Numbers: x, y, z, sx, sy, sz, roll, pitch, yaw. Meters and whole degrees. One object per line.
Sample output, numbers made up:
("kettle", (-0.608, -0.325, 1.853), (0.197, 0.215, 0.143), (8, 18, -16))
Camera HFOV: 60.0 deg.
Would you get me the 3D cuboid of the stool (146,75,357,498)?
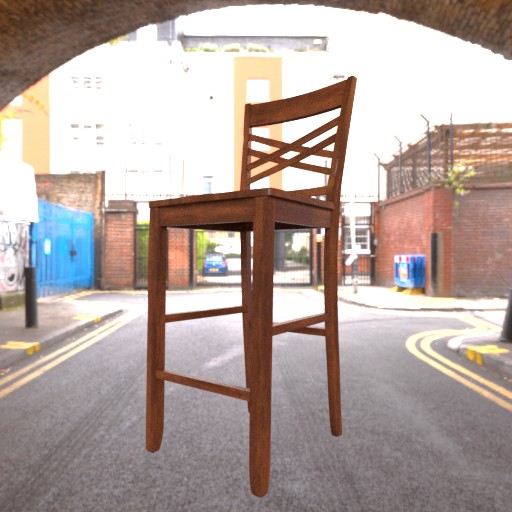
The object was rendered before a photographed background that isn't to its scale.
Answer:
("stool", (0.000, 0.000, 1.313), (0.433, 1.105, 0.487), (0, 0, 38))
